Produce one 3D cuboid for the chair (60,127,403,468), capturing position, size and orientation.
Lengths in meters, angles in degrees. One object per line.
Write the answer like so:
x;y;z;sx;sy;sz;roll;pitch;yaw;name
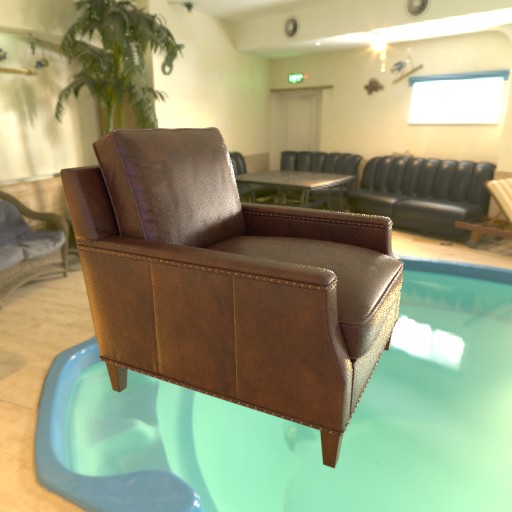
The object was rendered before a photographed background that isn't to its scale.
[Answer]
0.000;0.000;1.673;1.014;0.929;0.853;9;19;26;chair
